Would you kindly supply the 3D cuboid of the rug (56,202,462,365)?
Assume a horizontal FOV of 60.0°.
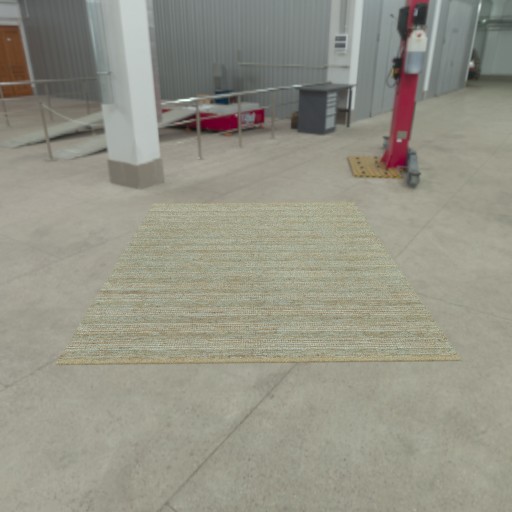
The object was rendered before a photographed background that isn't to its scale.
[{"bbox_3d":[0.000,0.000,4.050,2.471,0.012,3.034,0,25,-1],"label":"rug"}]
